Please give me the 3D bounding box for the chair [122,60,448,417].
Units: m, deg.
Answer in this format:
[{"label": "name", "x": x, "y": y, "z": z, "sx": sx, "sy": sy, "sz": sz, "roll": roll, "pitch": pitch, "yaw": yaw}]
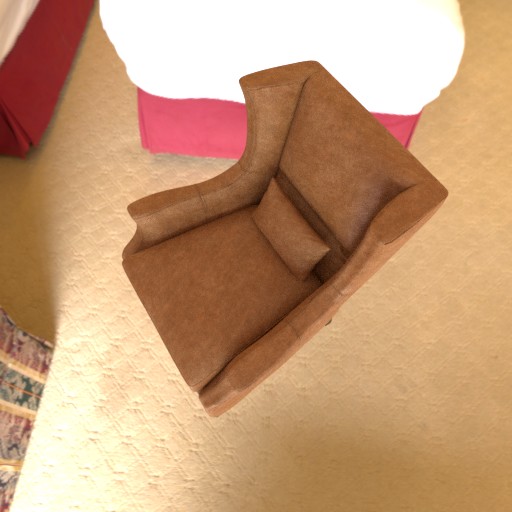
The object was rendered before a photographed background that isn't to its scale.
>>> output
[{"label": "chair", "x": 0.000, "y": 0.000, "z": 1.726, "sx": 0.926, "sy": 1.016, "sz": 0.853, "roll": -29, "pitch": 67, "yaw": -14}]
